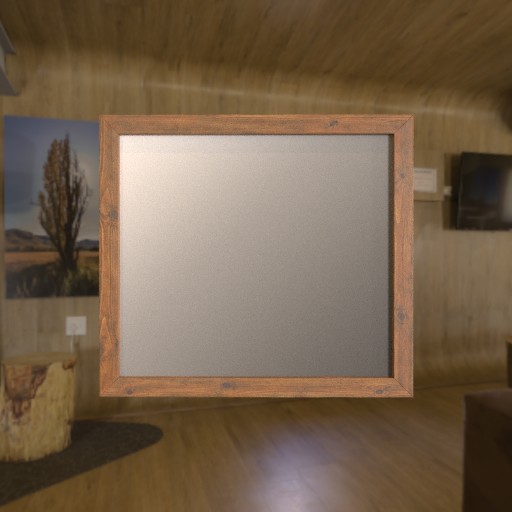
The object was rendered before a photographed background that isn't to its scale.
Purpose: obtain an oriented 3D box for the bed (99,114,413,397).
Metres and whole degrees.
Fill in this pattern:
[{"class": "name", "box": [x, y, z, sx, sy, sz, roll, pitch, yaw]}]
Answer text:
[{"class": "bed", "box": [0.000, 0.000, 1.500, 1.046, 0.942, 0.046, 0, 0, 0]}]
